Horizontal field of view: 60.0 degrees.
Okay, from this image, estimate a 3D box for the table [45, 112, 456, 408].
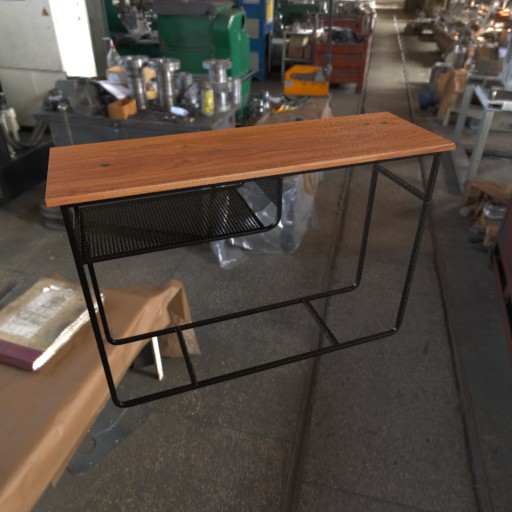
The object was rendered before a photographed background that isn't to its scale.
[{"bbox_3d":[0.000,0.000,1.464,1.100,0.750,0.350,-11,35,-16],"label":"table"}]
